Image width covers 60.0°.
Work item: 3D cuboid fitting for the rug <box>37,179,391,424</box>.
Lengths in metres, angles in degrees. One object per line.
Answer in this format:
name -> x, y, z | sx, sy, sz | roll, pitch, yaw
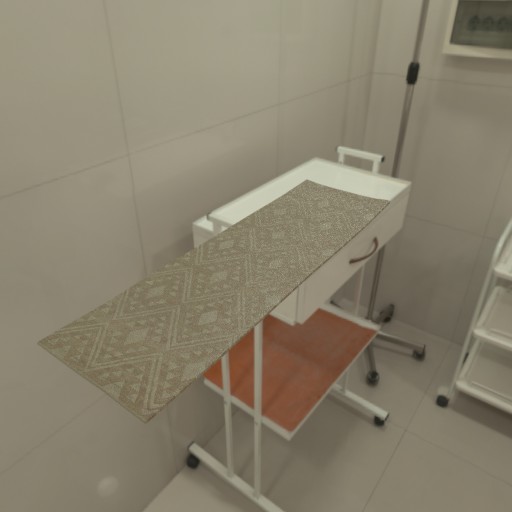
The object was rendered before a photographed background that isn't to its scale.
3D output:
rug -> 0.000, 0.000, 2.723 | 0.752, 0.051, 2.452 | 21, 37, 30
